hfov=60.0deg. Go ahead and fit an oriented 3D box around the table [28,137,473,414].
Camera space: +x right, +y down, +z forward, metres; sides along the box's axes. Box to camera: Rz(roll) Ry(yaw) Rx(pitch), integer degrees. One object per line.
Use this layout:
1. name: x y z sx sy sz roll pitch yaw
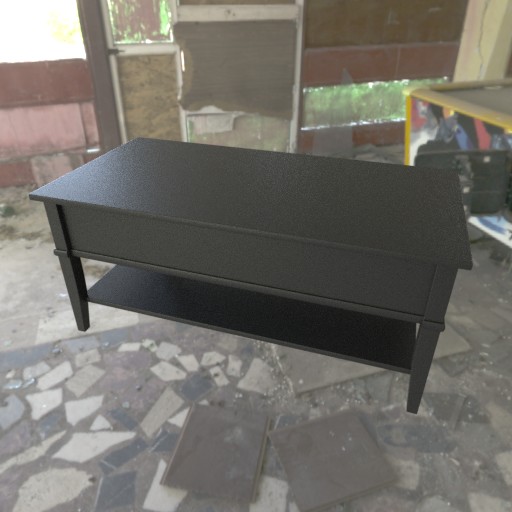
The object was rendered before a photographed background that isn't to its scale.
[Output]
1. table: 0.000 0.000 1.317 1.044 0.470 0.523 10 33 16
